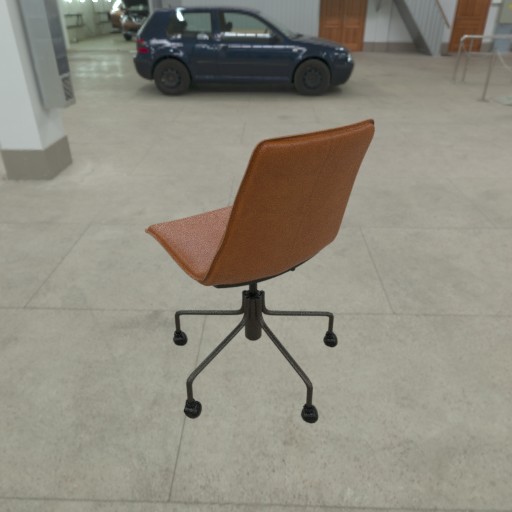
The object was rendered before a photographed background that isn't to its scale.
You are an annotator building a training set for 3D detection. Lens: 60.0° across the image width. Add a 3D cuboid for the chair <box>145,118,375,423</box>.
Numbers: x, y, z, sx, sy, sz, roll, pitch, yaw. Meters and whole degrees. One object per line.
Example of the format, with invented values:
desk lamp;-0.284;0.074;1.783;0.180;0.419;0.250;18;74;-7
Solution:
chair;0.000;0.000;1.395;0.651;0.920;0.660;-19;35;-29
